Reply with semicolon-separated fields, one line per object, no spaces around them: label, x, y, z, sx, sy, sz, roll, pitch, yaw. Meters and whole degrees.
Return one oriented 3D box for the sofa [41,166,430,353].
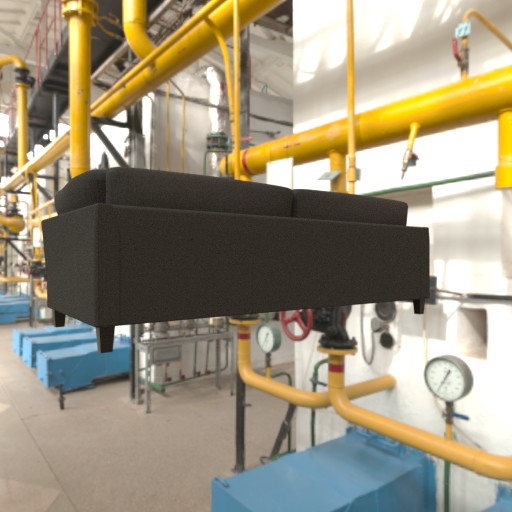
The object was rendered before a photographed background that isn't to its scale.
sofa;0.000;0.000;2.781;2.312;0.792;0.969;0;-1;-36
